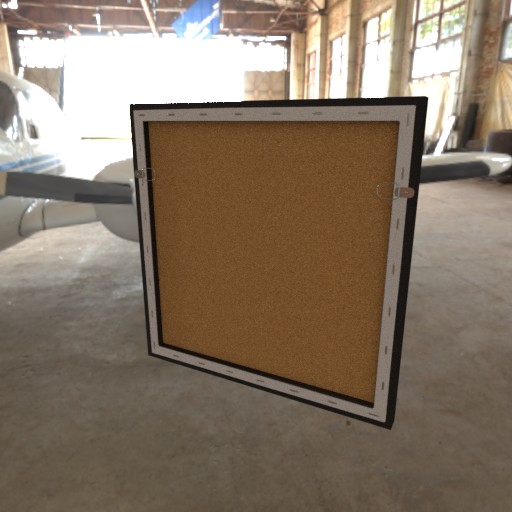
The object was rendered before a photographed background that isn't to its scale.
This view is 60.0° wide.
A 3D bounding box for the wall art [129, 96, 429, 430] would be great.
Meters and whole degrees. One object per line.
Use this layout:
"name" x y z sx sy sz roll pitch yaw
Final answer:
"wall art" 0.000 0.000 1.146 0.758 0.758 0.044 9 19 27
